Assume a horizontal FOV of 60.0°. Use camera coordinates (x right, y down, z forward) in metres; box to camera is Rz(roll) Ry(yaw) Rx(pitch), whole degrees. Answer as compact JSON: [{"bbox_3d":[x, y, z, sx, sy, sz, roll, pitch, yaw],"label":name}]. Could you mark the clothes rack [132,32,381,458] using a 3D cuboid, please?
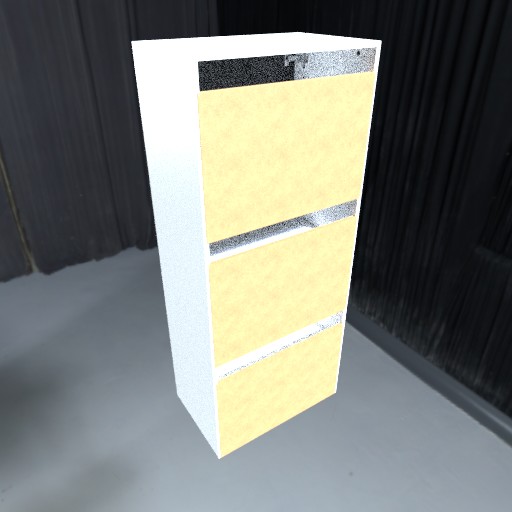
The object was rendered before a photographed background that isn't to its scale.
[{"bbox_3d":[0.000,0.000,1.356,0.500,1.187,0.330,-19,35,-28],"label":"clothes rack"}]
